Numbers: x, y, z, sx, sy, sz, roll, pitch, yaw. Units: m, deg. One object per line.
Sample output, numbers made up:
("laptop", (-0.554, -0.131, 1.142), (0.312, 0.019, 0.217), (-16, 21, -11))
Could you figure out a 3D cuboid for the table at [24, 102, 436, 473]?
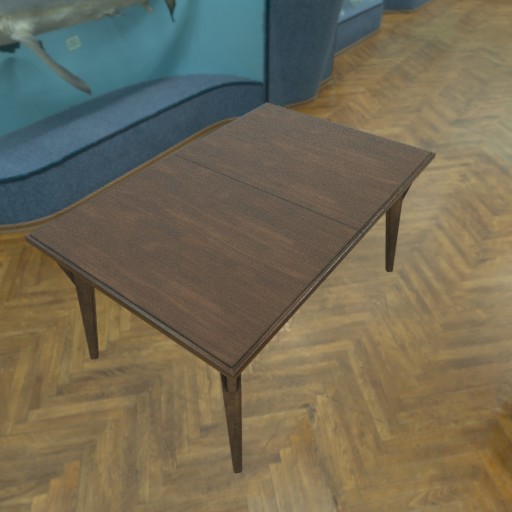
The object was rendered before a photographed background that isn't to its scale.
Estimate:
("table", (0.000, 0.000, 2.112), (0.990, 0.761, 1.524), (26, 48, 27))
